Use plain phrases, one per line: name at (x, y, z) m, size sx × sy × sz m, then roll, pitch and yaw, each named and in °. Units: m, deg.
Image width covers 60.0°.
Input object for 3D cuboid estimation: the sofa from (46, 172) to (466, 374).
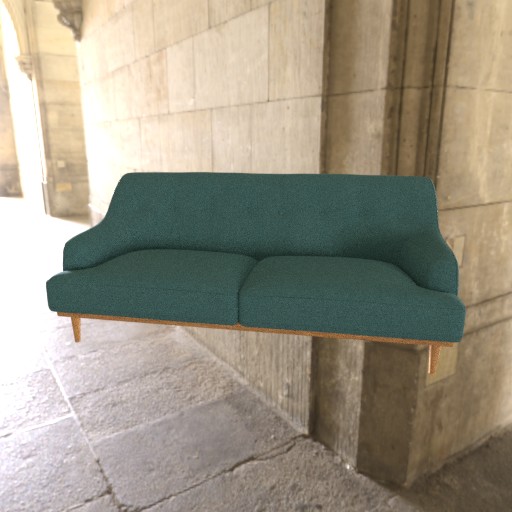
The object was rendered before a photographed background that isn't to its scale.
sofa at (0.000, 0.000, 2.524) m, size 2.057 × 0.871 × 0.978 m, roll 3°, pitch 15°, yaw 10°
